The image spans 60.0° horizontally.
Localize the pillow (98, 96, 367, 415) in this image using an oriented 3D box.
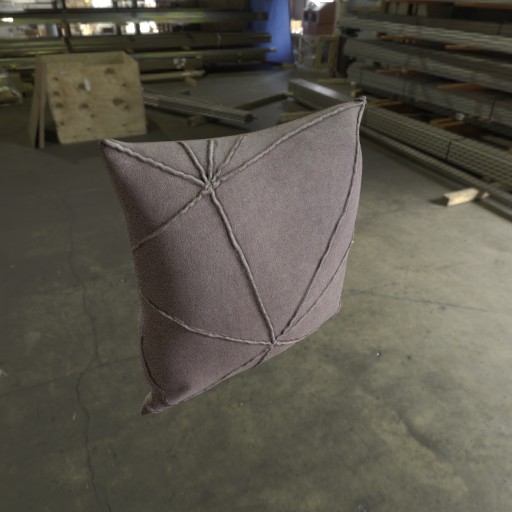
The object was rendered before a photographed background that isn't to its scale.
[{"bbox_3d":[0.000,0.000,0.692,0.439,0.440,0.185,-21,37,-31],"label":"pillow"}]
